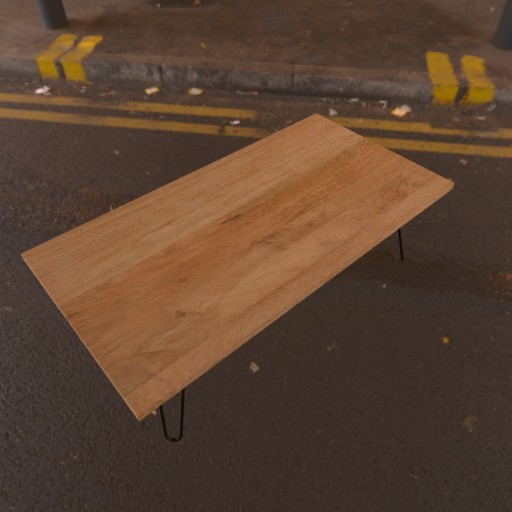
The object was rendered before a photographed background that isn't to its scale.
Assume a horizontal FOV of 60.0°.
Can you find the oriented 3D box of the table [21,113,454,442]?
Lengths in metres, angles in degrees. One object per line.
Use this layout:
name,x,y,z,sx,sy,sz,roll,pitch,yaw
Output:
table,0.000,0.000,1.658,1.348,0.400,0.699,-32,54,-27
